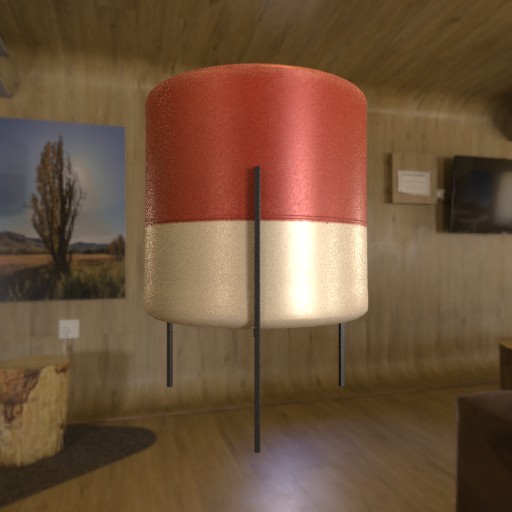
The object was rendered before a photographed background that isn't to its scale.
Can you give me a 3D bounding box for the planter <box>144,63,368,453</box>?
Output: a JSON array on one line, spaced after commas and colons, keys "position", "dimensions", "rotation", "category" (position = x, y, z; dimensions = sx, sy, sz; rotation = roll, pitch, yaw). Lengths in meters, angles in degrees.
[{"position": [0.000, 0.000, 0.699], "dimensions": [0.345, 0.465, 0.354], "rotation": [0, 0, 0], "category": "planter"}]
